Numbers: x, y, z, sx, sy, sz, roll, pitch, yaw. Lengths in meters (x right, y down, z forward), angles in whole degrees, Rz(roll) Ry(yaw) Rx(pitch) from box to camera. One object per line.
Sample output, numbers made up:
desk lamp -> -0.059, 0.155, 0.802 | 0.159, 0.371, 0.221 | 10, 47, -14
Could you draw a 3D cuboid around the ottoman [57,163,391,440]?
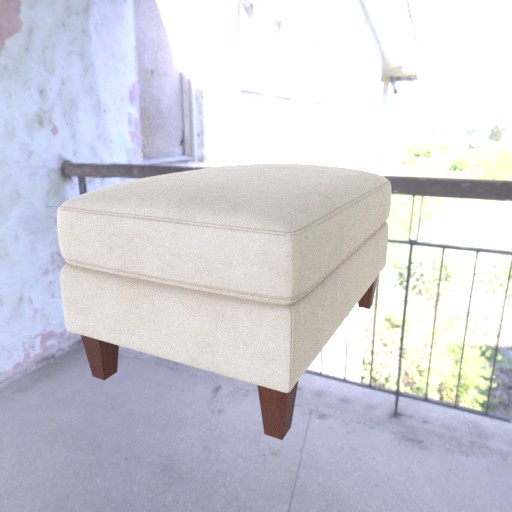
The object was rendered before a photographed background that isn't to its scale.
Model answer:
ottoman -> 0.000, 0.000, 1.238 | 0.584, 0.483, 0.864 | 8, 18, 26
